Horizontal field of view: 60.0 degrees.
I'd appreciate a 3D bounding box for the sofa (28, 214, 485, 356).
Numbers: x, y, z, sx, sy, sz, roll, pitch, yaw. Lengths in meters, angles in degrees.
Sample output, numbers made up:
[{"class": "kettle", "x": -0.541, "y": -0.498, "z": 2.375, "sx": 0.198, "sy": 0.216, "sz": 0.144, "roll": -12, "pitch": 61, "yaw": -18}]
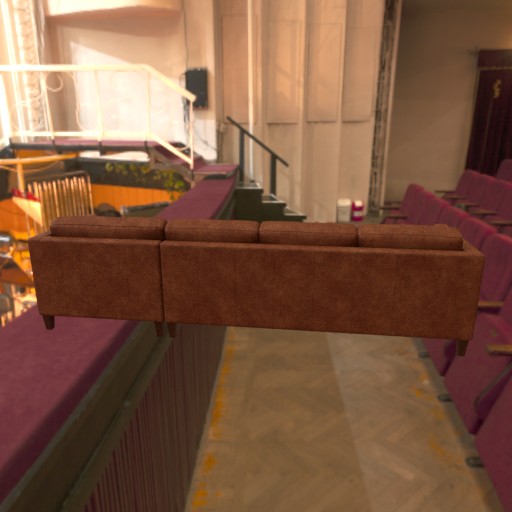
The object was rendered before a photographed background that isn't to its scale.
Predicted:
[{"class": "sofa", "x": 0.000, "y": 0.000, "z": 3.884, "sx": 3.203, "sy": 0.883, "sz": 1.581, "roll": 2, "pitch": 17, "yaw": 7}]
